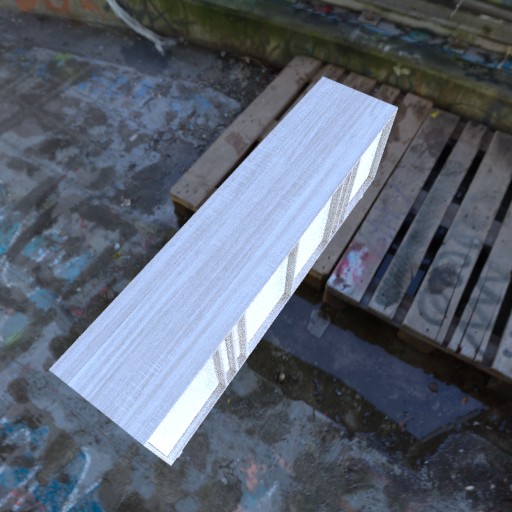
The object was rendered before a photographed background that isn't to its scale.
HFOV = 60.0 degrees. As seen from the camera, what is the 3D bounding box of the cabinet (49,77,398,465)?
[{"bbox_3d":[0.000,0.000,2.499,0.500,0.780,2.200,30,63,17],"label":"cabinet"}]
